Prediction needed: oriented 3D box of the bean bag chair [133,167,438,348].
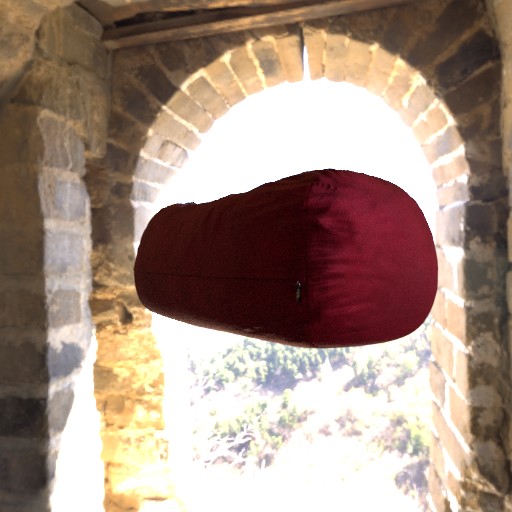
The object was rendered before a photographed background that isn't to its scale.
[{"bbox_3d":[0.000,0.000,2.858,1.216,0.867,2.293,0,0,-36],"label":"bean bag chair"}]
